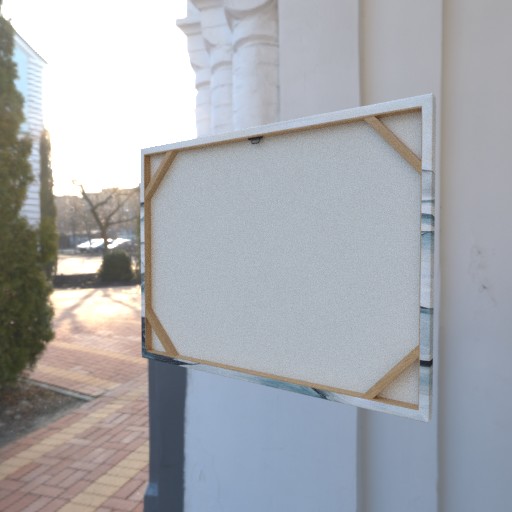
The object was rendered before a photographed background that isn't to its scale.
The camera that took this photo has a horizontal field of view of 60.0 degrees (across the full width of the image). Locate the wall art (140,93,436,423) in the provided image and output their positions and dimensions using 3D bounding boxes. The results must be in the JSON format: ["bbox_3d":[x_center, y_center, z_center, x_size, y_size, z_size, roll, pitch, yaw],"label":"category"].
[{"bbox_3d":[0.000,0.000,1.597,1.219,0.915,0.039,1,2,36],"label":"wall art"}]
